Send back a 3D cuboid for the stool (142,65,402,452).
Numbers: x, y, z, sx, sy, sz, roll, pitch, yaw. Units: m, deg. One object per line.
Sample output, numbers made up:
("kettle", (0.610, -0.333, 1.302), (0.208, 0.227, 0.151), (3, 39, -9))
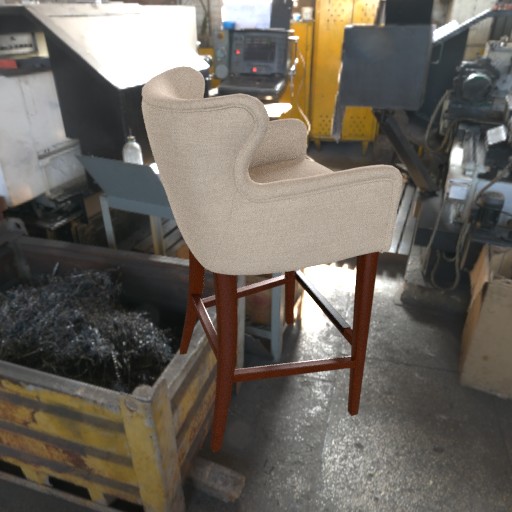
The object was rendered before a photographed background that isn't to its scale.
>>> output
("stool", (0.000, 0.000, 1.349), (0.563, 1.034, 0.556), (-11, 32, -18))
